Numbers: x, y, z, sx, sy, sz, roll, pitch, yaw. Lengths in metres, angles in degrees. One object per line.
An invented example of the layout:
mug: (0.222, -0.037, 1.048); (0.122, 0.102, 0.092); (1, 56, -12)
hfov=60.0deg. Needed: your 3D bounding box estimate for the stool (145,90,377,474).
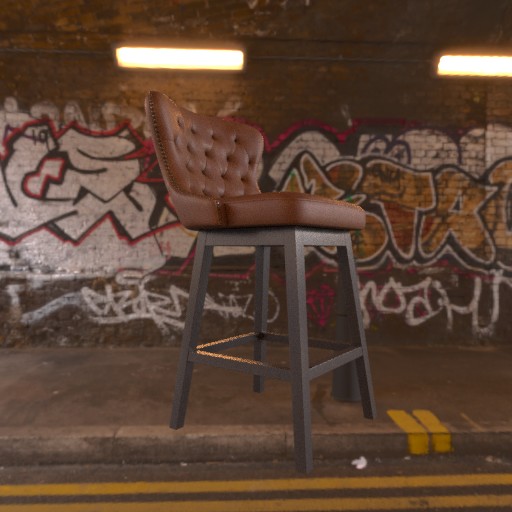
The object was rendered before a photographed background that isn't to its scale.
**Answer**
stool: (0.000, 0.000, 1.333); (0.593, 0.971, 0.528); (0, 1, 36)
